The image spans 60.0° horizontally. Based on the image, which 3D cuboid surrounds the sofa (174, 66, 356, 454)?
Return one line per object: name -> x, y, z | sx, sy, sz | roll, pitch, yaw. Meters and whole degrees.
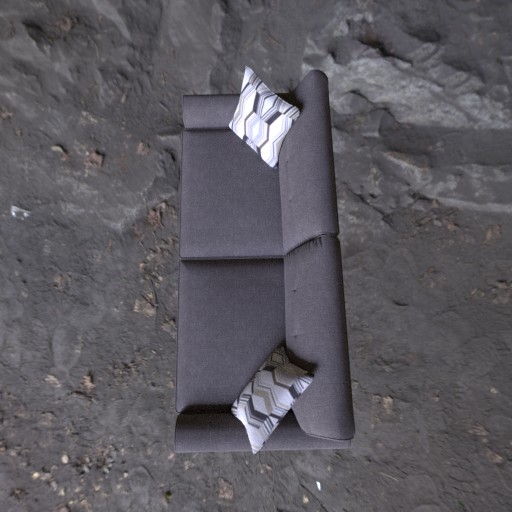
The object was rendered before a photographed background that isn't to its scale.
sofa -> 0.000, 0.000, 2.523 | 0.889, 0.813, 2.032 | -1, 74, 0
